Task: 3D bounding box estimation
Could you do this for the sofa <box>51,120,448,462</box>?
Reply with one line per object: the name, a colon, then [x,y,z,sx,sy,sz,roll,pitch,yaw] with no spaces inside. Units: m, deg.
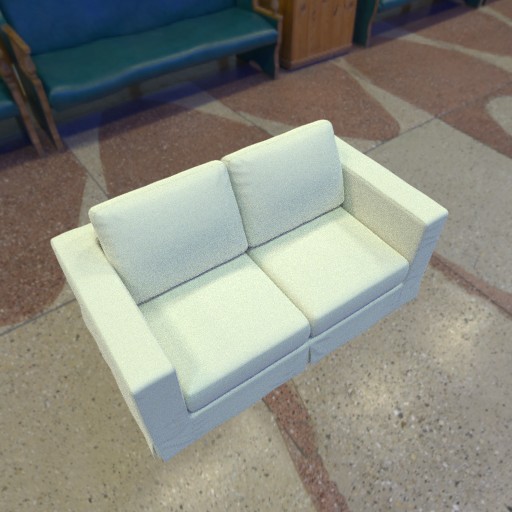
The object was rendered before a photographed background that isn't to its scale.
sofa: [0.000,0.000,2.393,1.813,0.932,1.009,-27,52,-23]
